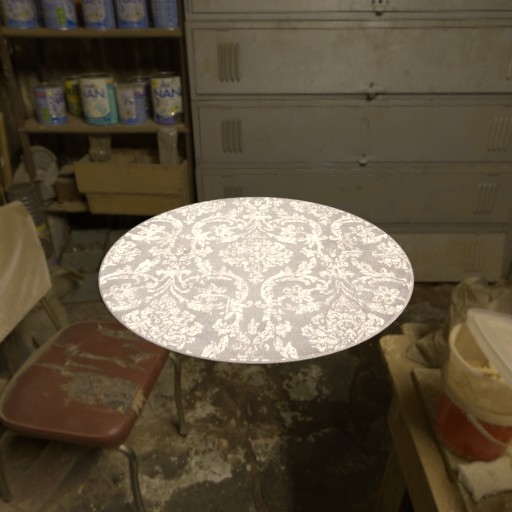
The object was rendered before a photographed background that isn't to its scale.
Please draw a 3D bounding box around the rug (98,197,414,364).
[{"bbox_3d":[0.000,0.000,2.340,1.593,0.012,1.593,0,30,0],"label":"rug"}]
